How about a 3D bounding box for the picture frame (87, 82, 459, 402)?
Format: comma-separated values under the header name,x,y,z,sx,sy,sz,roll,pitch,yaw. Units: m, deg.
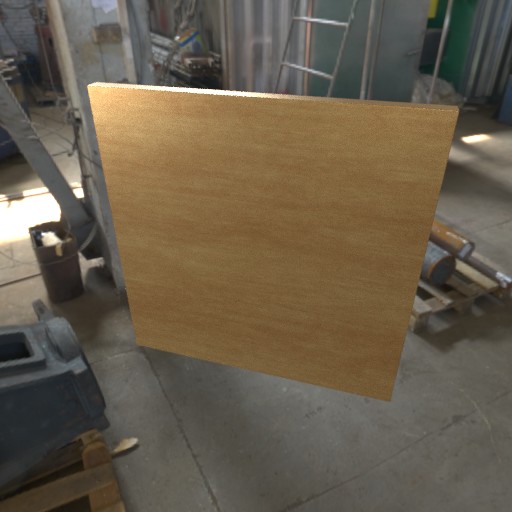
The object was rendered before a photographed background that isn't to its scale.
name,x,y,z,sx,sy,sz,roll,pitch,yaw
picture frame,0.000,0.000,1.088,0.758,0.761,0.037,9,33,14
